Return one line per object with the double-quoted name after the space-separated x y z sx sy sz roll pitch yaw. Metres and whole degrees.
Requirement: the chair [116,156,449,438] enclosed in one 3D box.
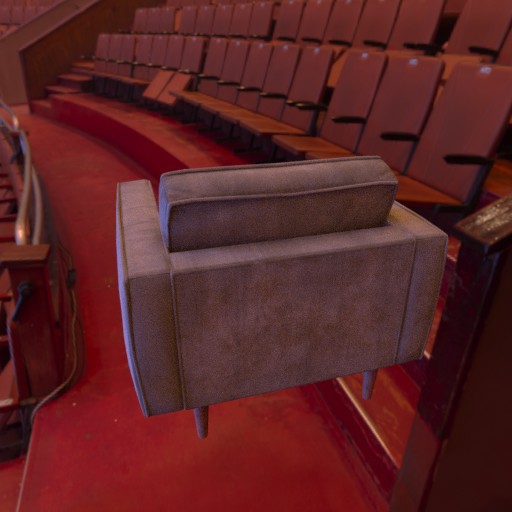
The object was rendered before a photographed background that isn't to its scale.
0.000 0.000 1.555 0.928 0.773 0.843 -8 27 -15 "chair"
